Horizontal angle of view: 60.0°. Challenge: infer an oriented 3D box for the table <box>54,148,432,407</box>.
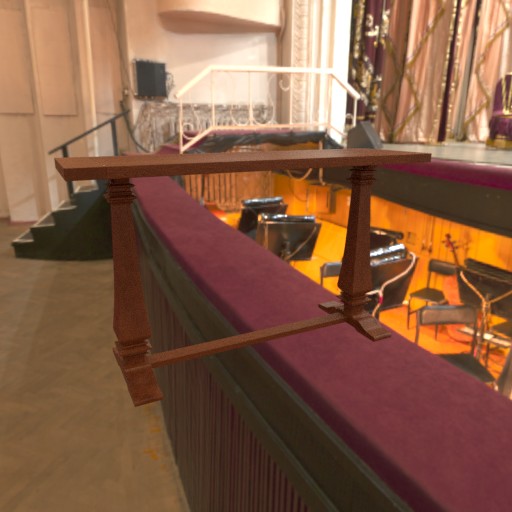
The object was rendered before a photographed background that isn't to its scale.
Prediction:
[{"bbox_3d":[0.000,0.000,1.920,1.478,0.852,0.461,-8,19,-26],"label":"table"}]
